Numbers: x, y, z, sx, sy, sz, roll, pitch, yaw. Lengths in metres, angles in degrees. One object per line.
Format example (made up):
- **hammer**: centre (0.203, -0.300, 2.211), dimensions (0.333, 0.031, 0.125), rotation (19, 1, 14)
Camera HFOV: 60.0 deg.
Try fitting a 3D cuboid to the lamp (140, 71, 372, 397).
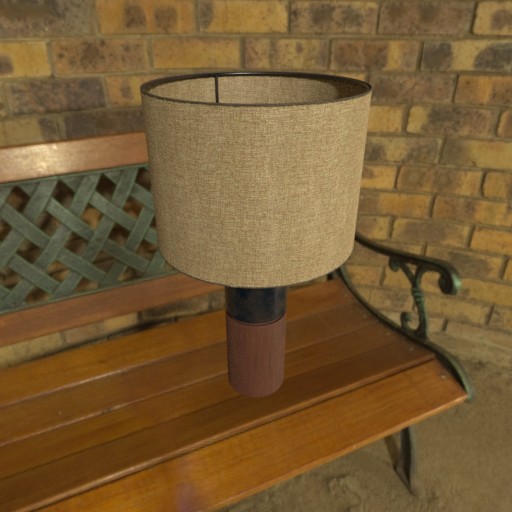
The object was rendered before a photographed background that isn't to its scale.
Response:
- **lamp**: centre (0.000, 0.000, 0.478), dimensions (0.202, 0.350, 0.202), rotation (0, 29, 0)
